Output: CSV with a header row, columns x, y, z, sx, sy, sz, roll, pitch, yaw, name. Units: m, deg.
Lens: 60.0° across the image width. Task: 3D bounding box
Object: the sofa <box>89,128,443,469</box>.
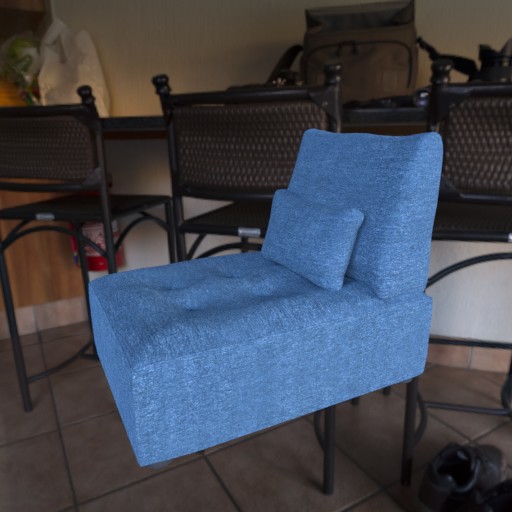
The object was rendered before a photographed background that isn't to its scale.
x,y,z,sx,sy,sz,roll,pitch,yaw,name
0.000,0.000,1.484,1.000,0.820,0.700,-8,18,-26,sofa
